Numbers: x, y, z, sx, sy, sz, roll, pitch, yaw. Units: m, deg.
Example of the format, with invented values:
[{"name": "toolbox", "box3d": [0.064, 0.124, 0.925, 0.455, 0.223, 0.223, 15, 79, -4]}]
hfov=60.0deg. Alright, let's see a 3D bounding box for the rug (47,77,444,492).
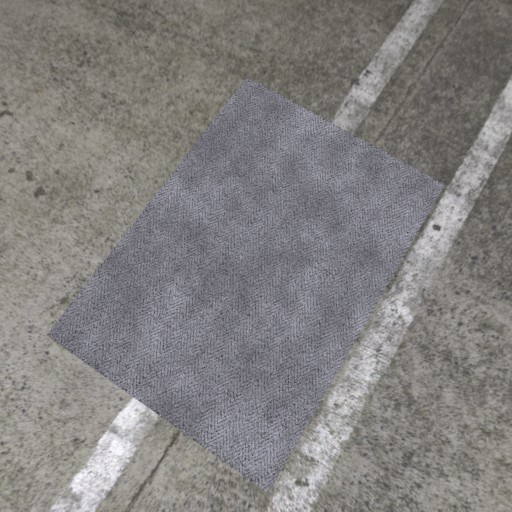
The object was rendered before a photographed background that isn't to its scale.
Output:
[{"name": "rug", "box3d": [0.000, 0.000, 2.853, 1.600, 0.008, 2.235, 32, 76, 9]}]
